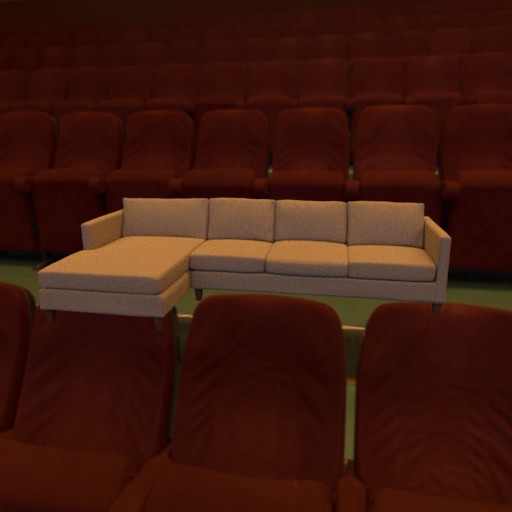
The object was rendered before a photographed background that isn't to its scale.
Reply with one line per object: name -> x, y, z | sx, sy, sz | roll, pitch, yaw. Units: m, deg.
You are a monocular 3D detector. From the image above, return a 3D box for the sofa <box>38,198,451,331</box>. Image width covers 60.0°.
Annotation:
sofa -> 0.000, 0.000, 3.909 | 3.186, 0.846, 1.625 | 3, 15, 10
